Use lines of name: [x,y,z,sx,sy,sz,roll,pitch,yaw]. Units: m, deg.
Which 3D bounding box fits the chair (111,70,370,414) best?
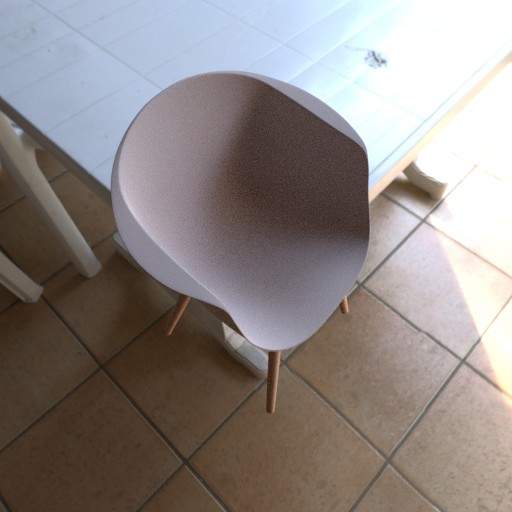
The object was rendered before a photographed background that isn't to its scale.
chair: [0.000,0.000,1.165,0.504,0.781,0.593,34,63,20]
